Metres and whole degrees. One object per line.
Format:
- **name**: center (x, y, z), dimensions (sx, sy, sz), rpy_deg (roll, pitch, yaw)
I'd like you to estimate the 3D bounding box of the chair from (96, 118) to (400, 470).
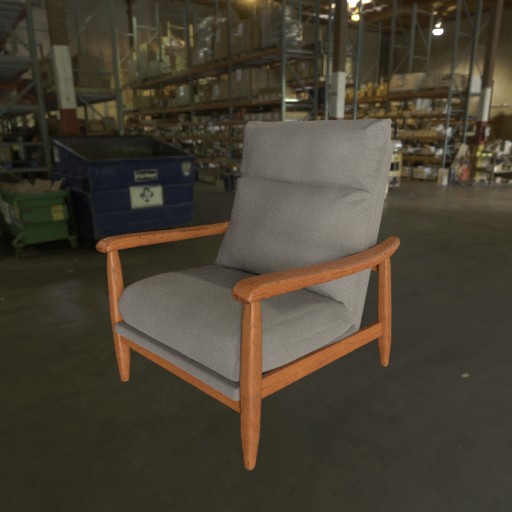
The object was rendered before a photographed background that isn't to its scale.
- **chair**: center (0.000, 0.000, 1.549), dimensions (0.782, 0.922, 0.816), rpy_deg (14, 21, 41)
